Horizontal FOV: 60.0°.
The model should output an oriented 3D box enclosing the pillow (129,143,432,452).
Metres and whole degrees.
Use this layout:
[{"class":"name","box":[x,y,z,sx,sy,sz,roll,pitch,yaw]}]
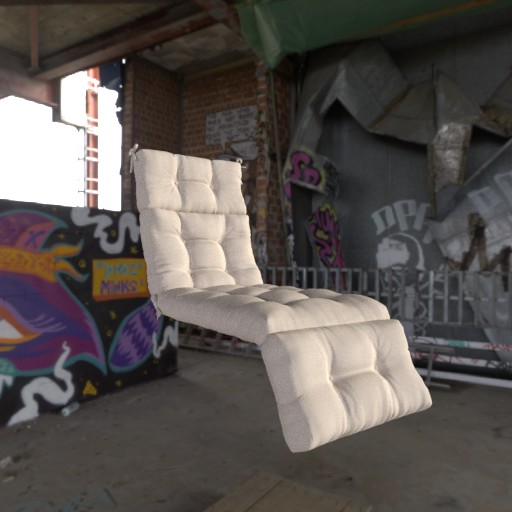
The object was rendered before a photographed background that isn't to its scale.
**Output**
[{"class":"pillow","box":[0.000,0.000,1.474,0.526,0.863,1.016,0,0,-36]}]
